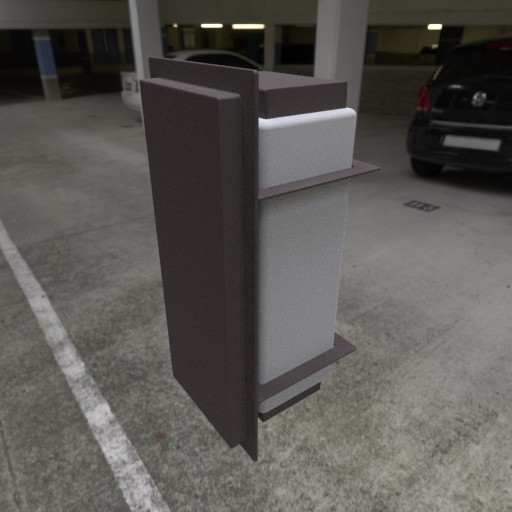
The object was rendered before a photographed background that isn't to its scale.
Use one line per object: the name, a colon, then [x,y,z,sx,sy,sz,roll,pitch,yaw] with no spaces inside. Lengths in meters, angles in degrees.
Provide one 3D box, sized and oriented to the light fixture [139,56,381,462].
light fixture: [0.000,0.000,0.426,0.146,0.347,0.153,-19,33,-31]
